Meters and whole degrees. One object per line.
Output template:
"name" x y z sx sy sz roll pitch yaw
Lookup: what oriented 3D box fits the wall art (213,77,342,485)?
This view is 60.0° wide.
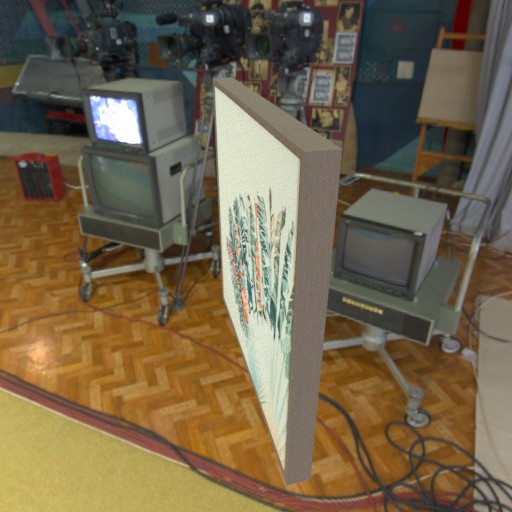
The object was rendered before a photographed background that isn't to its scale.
"wall art" 0.000 0.000 0.758 0.038 0.506 0.508 -7 30 -13
